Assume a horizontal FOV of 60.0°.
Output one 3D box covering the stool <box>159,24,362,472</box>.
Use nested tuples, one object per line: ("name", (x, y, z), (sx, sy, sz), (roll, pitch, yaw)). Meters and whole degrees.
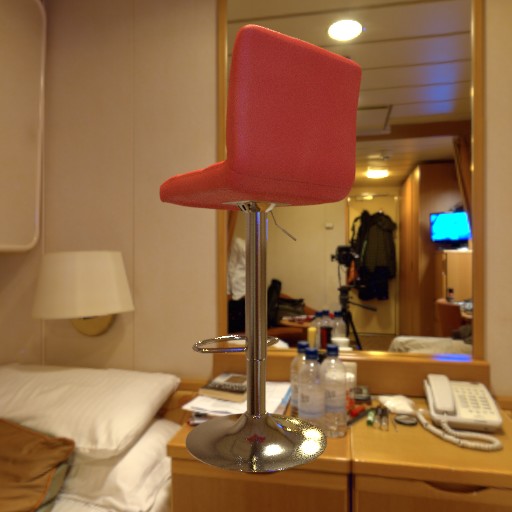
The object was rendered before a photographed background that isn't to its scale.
("stool", (0.000, 0.000, 1.347), (0.430, 1.115, 0.505), (0, 0, -35))
